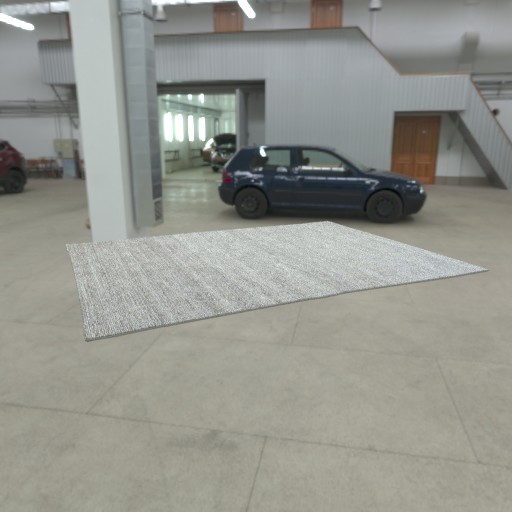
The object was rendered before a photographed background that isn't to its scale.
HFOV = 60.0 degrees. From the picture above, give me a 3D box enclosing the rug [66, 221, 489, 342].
[{"bbox_3d":[0.000,0.000,4.128,3.202,0.045,2.434,-7,16,-23],"label":"rug"}]
